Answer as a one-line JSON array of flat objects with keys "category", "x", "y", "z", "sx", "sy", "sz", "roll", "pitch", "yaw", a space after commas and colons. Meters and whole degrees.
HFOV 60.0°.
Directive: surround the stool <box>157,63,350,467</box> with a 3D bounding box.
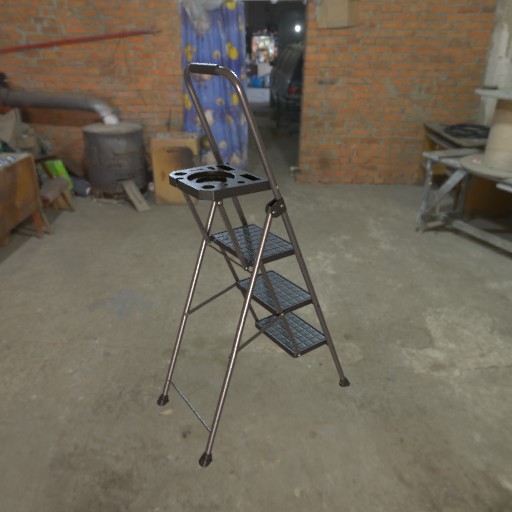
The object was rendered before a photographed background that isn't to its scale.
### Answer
[{"category": "stool", "x": 0.000, "y": 0.000, "z": 1.594, "sx": 0.733, "sy": 1.277, "sz": 0.396, "roll": -17, "pitch": 30, "yaw": -31}]
